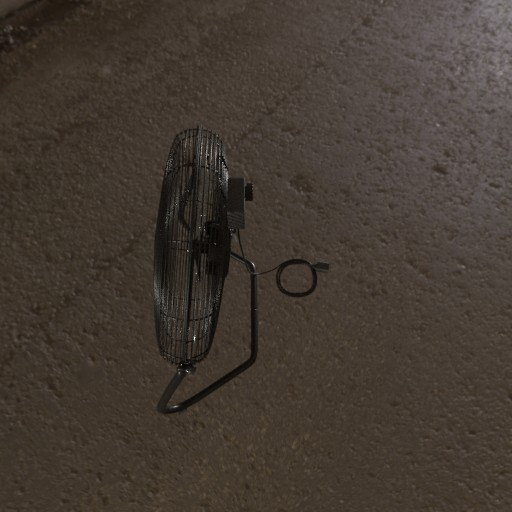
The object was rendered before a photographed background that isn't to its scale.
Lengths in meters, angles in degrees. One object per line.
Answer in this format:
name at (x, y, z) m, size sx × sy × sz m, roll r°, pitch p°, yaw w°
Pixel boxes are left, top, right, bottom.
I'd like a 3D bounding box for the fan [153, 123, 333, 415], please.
fan at (0.000, 0.000, 1.019) m, size 0.470 × 0.605 × 0.595 m, roll -1°, pitch 58°, yaw 0°
